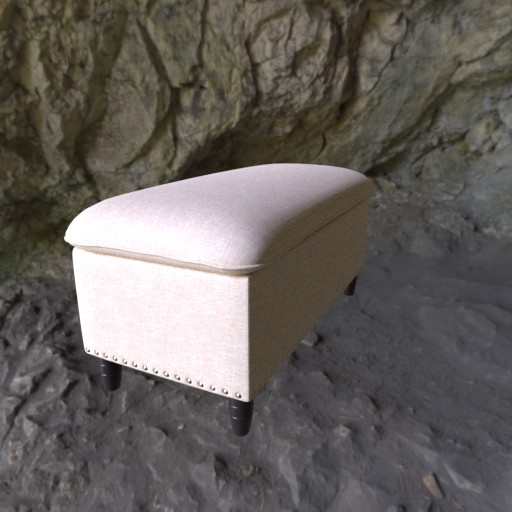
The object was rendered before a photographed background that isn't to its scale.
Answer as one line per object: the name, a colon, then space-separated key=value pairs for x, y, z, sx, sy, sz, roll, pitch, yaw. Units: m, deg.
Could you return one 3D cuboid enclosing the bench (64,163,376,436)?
bench: x=0.000 y=0.000 z=1.291 sx=0.483 sy=0.483 sz=0.991 roll=8 pitch=19 yaw=25
